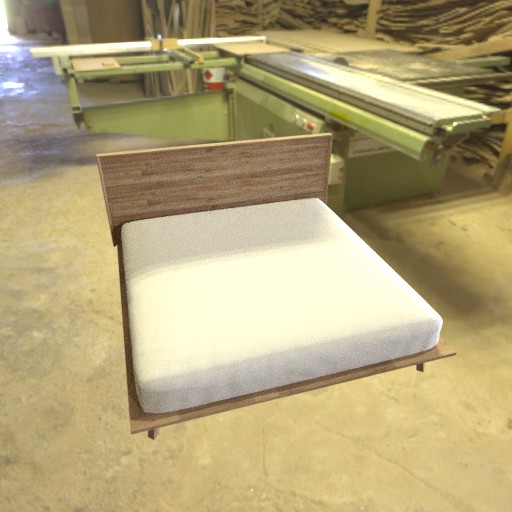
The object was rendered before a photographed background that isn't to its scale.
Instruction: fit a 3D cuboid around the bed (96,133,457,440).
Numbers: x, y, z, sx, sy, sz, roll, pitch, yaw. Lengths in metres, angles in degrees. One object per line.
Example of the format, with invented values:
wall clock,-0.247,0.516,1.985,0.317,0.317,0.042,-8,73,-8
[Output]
bed,0.000,0.000,3.343,2.116,1.100,2.167,-9,33,-14
